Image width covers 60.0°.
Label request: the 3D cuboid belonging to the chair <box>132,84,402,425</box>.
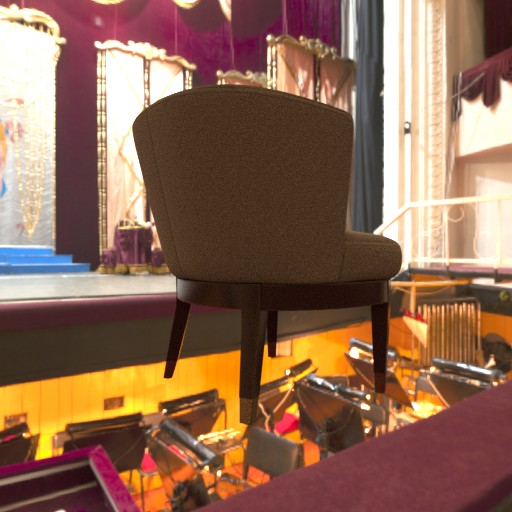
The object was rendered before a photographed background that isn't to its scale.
[{"bbox_3d":[0.000,0.000,1.292,0.660,0.760,0.700,-1,1,-35],"label":"chair"}]
